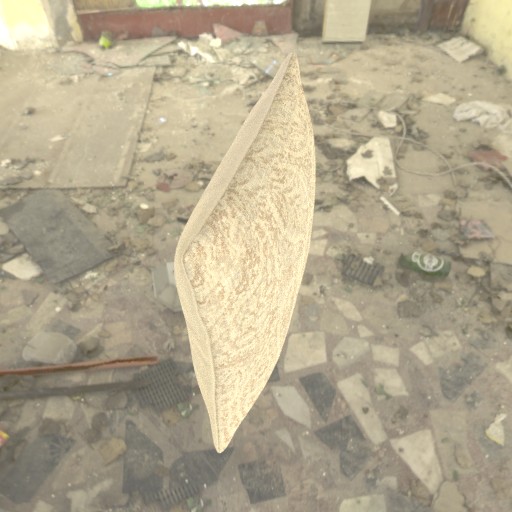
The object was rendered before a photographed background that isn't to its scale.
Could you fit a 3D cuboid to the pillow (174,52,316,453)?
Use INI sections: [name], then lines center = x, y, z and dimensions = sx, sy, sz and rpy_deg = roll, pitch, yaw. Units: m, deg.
[pillow]
center = 0.000, 0.000, 0.789
dimensions = 0.166, 0.510, 0.523
rpy_deg = 12, 48, 11
